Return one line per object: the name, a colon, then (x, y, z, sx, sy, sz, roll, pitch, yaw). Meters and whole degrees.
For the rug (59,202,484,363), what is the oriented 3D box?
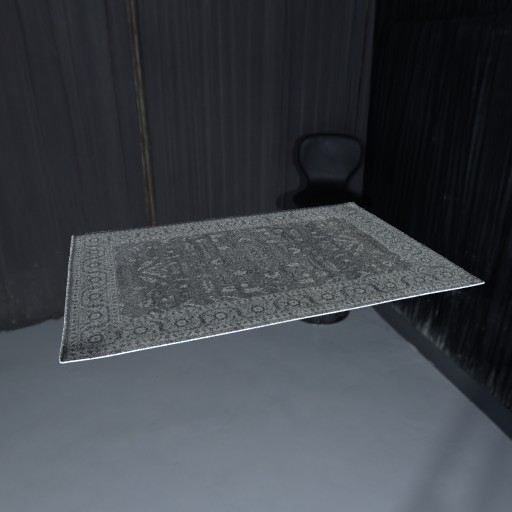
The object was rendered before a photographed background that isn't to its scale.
rug: (0.000, 0.000, 2.292, 1.828, 0.019, 1.209, -8, 27, -17)
